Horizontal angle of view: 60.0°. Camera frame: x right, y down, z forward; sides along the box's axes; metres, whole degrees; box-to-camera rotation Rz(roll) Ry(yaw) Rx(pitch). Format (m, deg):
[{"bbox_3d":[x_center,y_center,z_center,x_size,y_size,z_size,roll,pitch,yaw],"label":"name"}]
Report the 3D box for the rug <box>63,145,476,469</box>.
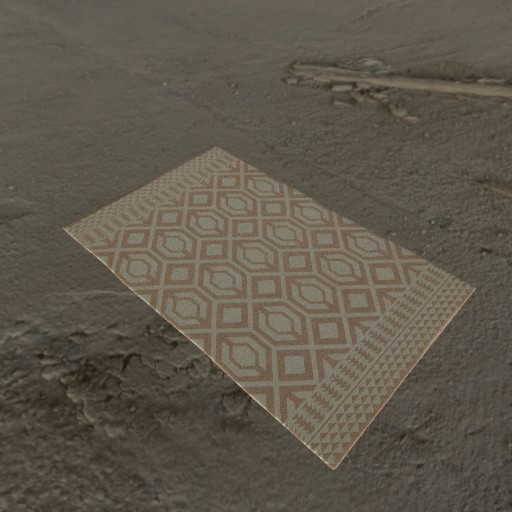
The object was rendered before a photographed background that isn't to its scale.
[{"bbox_3d":[0.000,0.000,3.028,2.435,0.011,1.526,34,55,29],"label":"rug"}]
